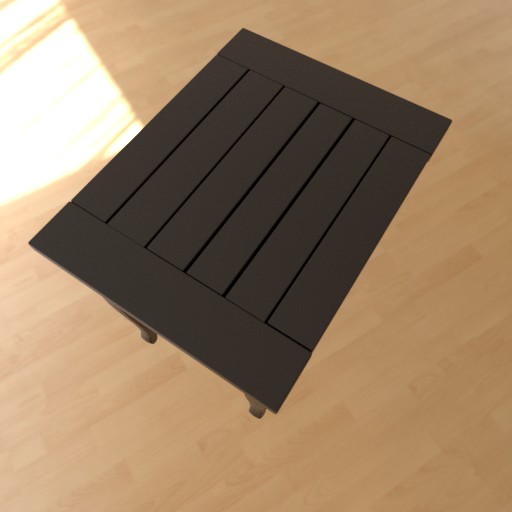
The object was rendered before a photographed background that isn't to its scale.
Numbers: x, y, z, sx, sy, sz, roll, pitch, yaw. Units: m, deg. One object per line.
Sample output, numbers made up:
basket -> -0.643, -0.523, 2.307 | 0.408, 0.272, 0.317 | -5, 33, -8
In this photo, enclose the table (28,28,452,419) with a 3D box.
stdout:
table -> 0.000, 0.000, 1.016 | 0.460, 0.604, 0.602 | 30, 68, 14
